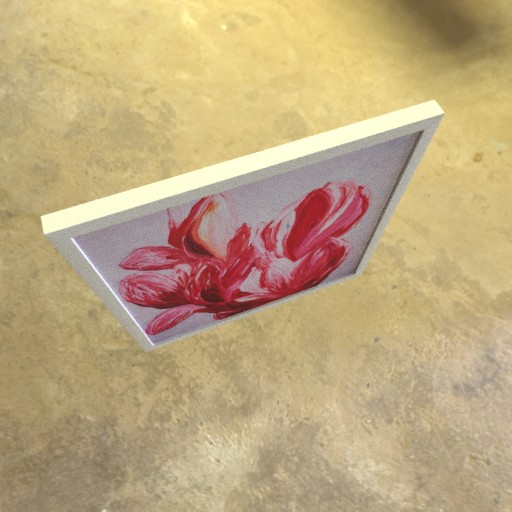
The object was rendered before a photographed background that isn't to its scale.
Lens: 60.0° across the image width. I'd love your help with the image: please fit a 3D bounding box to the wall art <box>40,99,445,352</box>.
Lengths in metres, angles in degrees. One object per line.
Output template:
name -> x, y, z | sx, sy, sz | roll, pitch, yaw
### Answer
wall art -> 0.000, 0.000, 0.679 | 0.455, 0.453, 0.023 | -19, 65, -9
